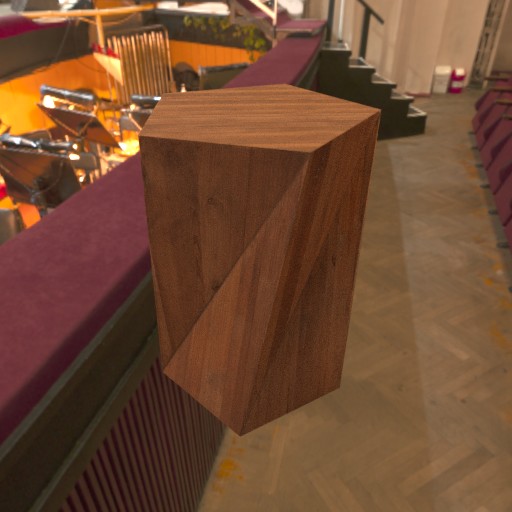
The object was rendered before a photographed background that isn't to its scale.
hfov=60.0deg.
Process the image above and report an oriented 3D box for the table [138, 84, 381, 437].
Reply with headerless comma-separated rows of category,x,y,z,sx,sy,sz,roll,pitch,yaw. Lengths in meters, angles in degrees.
table,0.000,0.000,0.935,0.425,0.604,0.441,10,34,15
